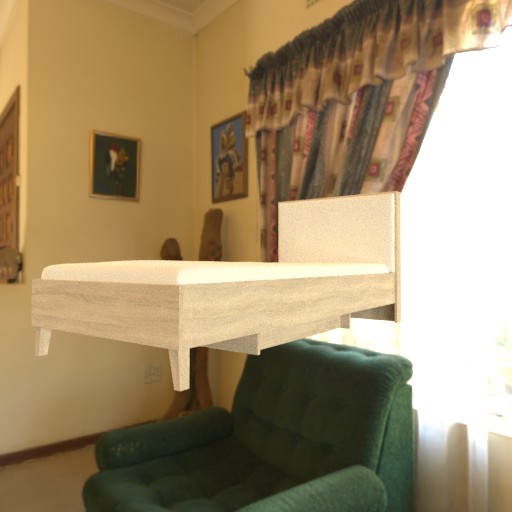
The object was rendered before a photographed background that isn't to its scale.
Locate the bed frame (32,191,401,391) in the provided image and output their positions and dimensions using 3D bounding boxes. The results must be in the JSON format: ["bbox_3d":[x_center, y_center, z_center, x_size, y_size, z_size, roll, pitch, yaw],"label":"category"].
[{"bbox_3d":[0.000,0.000,2.593,0.990,0.920,2.140,-1,-1,36],"label":"bed frame"}]
